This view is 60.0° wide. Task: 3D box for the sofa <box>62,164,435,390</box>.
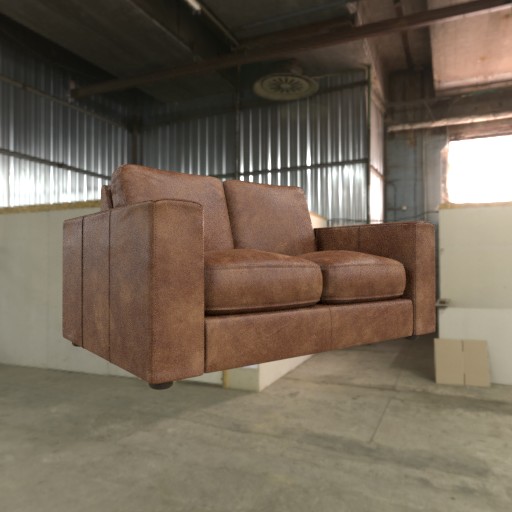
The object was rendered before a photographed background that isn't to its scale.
[{"bbox_3d":[0.000,0.000,2.261,1.626,0.889,1.041,0,0,-38],"label":"sofa"}]
